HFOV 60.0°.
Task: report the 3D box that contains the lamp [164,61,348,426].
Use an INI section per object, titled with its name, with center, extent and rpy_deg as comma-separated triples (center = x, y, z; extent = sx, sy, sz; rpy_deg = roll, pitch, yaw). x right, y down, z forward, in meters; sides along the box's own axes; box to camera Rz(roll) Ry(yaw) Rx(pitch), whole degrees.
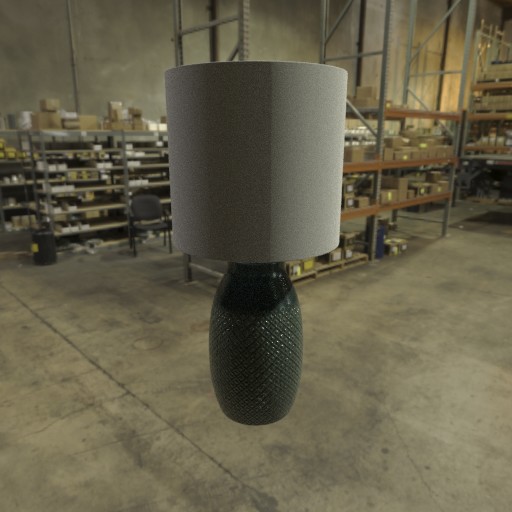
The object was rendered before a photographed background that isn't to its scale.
[lamp]
center = 0.000, 0.000, 0.594
extent = 0.217, 0.453, 0.217
rpy_deg = -15, 21, -42
